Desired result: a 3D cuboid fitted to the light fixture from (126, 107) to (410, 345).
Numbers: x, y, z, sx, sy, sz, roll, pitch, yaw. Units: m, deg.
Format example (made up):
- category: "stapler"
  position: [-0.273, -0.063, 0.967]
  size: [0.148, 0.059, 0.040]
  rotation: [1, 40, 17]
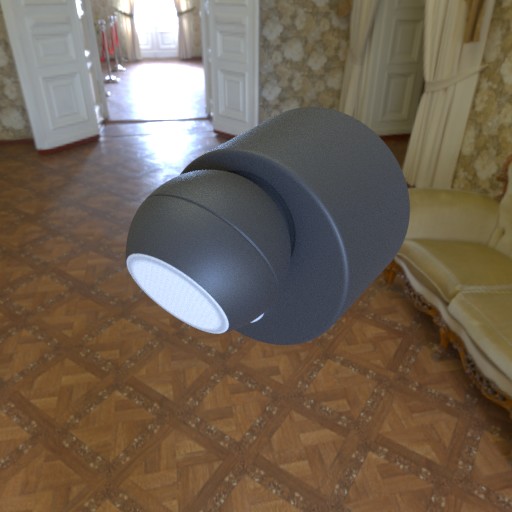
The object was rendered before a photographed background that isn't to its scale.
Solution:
- category: "light fixture"
  position: [0.000, 0.000, 0.264]
  size: [0.134, 0.143, 0.160]
  rotation: [18, 35, 28]
